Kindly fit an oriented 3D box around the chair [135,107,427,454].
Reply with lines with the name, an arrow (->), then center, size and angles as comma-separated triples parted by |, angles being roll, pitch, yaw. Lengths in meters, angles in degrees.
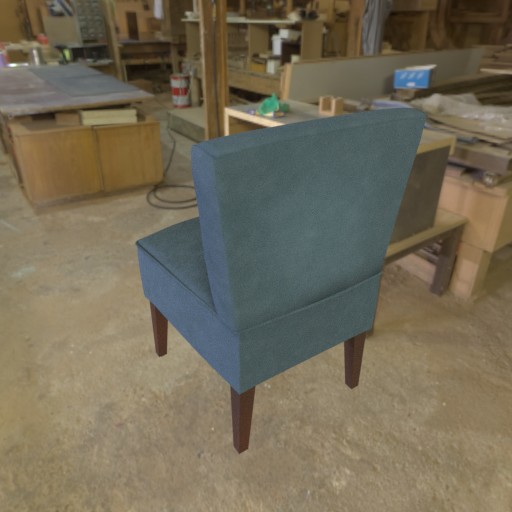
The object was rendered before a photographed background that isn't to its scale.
chair -> 0.000, 0.000, 1.188 | 0.521, 0.806, 0.551 | -18, 35, -29
